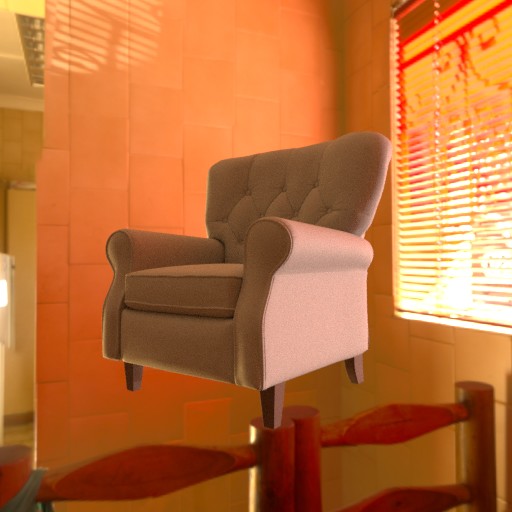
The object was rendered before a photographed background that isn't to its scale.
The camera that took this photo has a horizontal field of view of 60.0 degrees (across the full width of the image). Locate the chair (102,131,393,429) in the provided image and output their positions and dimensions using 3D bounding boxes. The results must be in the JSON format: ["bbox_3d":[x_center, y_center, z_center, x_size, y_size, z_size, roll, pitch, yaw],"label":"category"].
[{"bbox_3d":[0.000,0.000,2.124,1.090,1.217,1.128,-1,-2,37],"label":"chair"}]
